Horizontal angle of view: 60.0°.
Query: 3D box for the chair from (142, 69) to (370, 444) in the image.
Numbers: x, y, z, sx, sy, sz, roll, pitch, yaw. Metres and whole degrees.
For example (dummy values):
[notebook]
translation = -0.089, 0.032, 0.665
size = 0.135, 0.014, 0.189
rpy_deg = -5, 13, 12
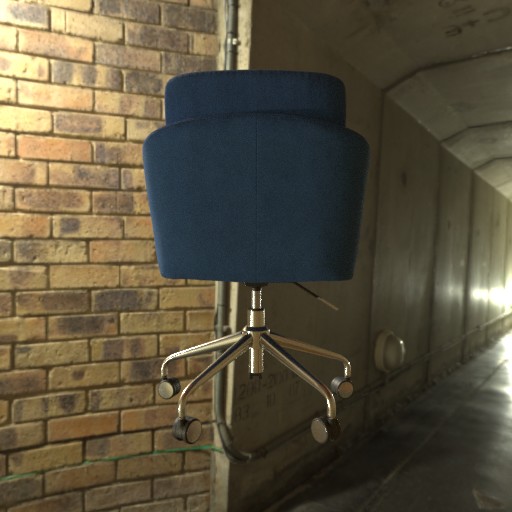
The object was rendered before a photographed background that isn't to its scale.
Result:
[chair]
translation = 0.000, 0.000, 1.354
size = 0.641, 0.908, 0.635
rpy_deg = 0, 1, 0
